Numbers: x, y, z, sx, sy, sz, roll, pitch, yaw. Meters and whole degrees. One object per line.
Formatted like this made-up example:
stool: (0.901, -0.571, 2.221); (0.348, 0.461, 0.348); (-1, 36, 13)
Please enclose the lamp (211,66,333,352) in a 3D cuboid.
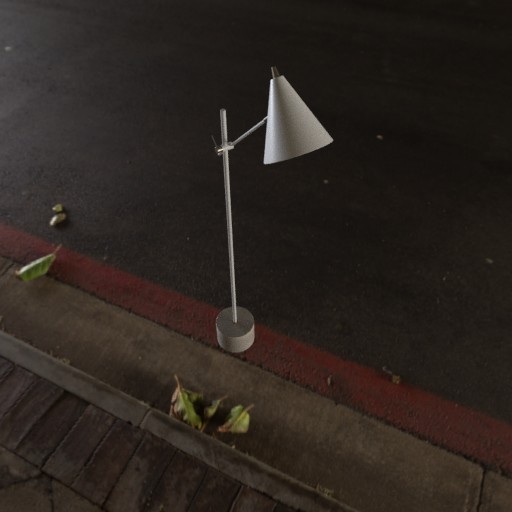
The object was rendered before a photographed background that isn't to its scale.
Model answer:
lamp: (0.000, 0.000, 1.628); (0.223, 1.430, 0.508); (-24, 51, -21)
